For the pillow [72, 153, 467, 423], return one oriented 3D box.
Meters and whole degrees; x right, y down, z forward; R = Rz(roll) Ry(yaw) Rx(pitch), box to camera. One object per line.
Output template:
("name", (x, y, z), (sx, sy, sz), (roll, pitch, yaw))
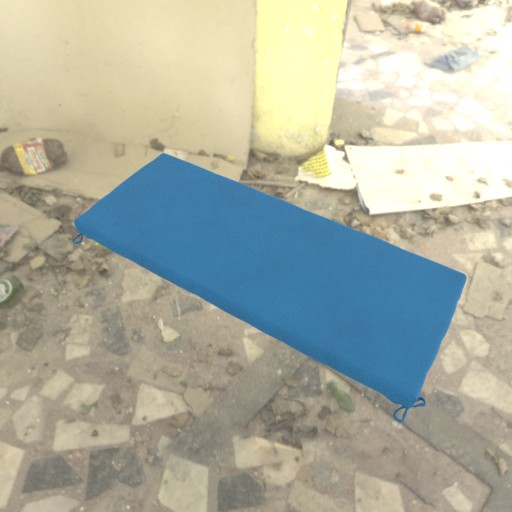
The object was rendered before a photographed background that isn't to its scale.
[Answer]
("pillow", (0.000, 0.000, 1.364), (1.187, 0.081, 0.492), (25, 52, 21))
